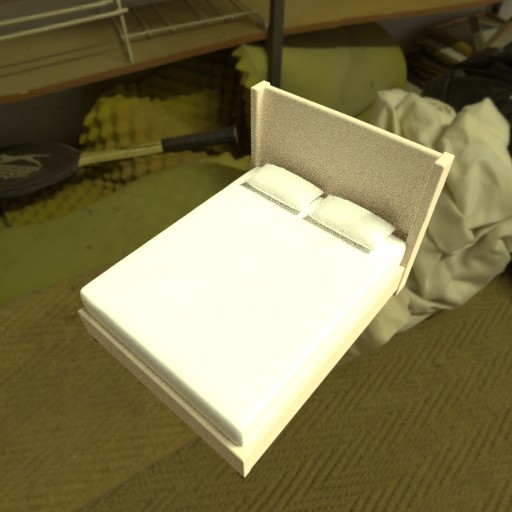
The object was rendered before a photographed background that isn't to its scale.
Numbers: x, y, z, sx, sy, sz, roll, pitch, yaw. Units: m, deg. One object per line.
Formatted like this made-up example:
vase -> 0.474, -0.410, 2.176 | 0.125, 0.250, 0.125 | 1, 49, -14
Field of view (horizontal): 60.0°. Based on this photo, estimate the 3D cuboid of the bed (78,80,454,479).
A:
bed -> 0.000, 0.000, 3.481 | 1.778, 1.471, 2.293 | 32, 55, 26
